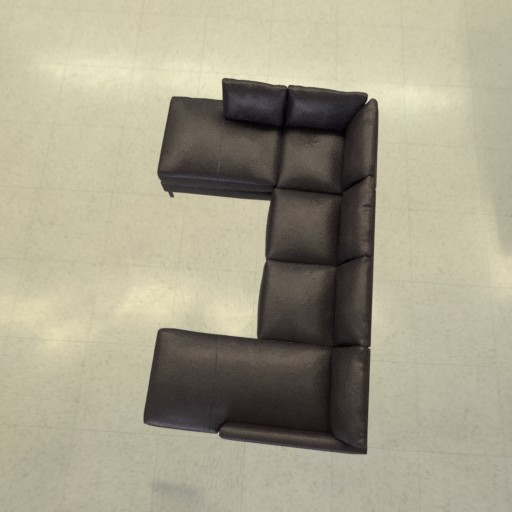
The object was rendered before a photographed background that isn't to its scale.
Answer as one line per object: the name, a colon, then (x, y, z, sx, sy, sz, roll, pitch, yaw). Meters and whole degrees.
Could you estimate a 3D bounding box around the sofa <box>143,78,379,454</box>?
sofa: (0.000, 0.000, 3.826, 1.939, 0.900, 2.956, 6, 74, 2)
